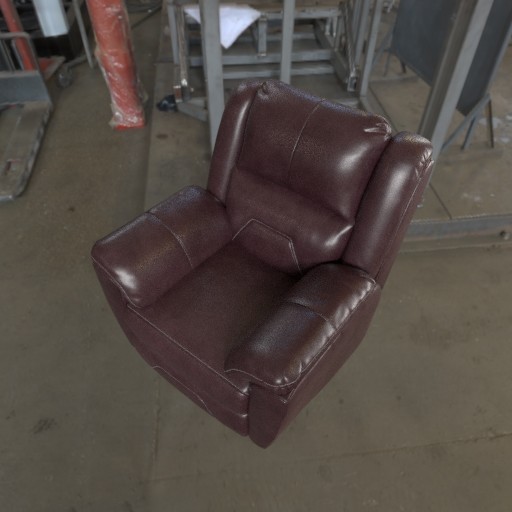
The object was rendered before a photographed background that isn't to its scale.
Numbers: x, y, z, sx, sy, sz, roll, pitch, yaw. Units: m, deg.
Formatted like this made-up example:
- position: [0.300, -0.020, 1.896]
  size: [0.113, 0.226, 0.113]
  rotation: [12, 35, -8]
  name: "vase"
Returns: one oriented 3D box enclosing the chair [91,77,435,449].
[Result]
- position: [0.000, 0.000, 1.865]
  size: [0.990, 1.093, 1.041]
  rotation: [30, 53, 25]
  name: "chair"
